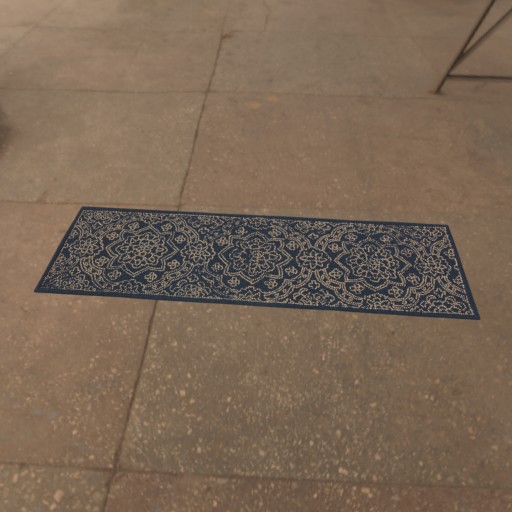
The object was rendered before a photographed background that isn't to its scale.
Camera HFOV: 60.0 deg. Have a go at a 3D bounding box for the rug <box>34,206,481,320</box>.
[{"bbox_3d":[0.000,0.000,2.679,2.448,0.012,0.769,3,45,3],"label":"rug"}]
